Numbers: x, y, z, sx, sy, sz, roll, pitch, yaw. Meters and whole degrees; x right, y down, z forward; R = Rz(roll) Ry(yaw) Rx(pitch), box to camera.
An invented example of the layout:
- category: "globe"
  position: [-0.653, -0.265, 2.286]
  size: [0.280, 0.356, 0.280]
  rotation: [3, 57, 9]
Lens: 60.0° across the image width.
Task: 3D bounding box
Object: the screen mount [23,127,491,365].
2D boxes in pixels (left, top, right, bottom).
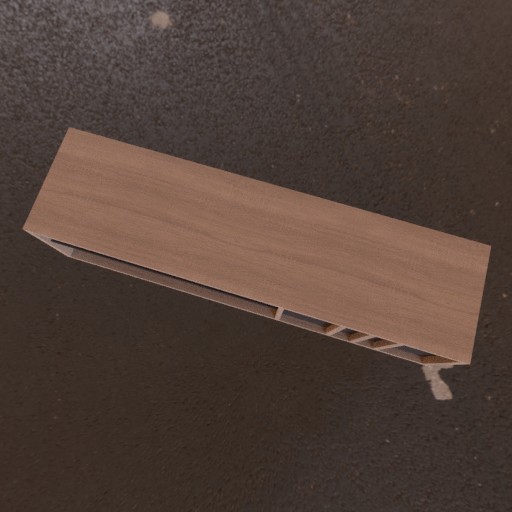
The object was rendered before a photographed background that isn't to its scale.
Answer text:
- category: "screen mount"
  position: [0.000, 0.000, 1.711]
  size: [1.500, 0.509, 0.401]
  rotation: [16, 76, 4]
